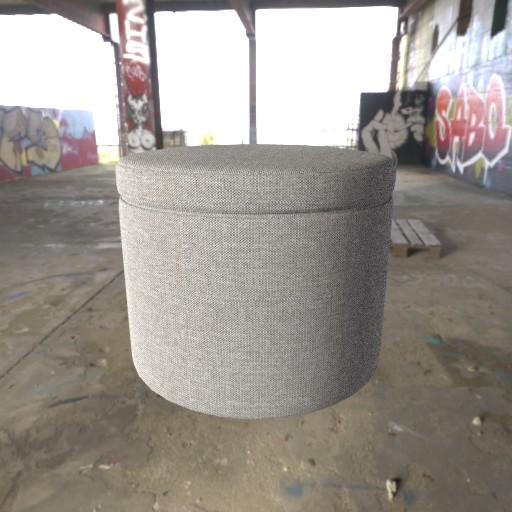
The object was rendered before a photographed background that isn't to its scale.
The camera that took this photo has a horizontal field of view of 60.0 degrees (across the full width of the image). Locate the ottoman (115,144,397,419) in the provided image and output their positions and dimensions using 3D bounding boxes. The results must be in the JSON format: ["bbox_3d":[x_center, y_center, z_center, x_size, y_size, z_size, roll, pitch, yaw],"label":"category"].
[{"bbox_3d":[0.000,0.000,0.873,0.500,0.419,0.500,0,17,0],"label":"ottoman"}]
